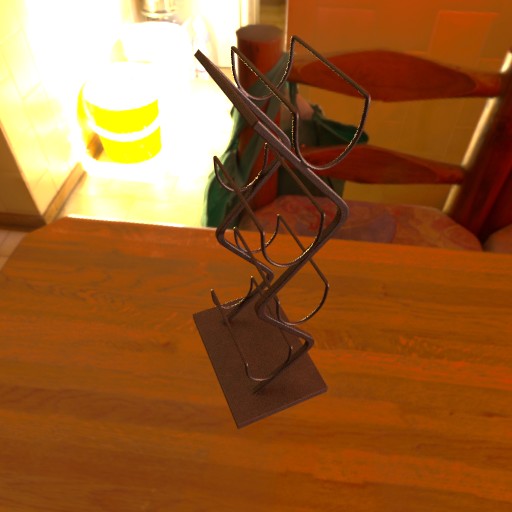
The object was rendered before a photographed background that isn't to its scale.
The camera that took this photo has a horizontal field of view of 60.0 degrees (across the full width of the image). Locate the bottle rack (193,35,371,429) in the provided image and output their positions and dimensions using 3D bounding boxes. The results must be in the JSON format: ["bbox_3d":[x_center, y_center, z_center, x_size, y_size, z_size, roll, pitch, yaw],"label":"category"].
[{"bbox_3d":[0.000,0.000,0.669,0.178,0.559,0.254,-17,49,-16],"label":"bottle rack"}]
